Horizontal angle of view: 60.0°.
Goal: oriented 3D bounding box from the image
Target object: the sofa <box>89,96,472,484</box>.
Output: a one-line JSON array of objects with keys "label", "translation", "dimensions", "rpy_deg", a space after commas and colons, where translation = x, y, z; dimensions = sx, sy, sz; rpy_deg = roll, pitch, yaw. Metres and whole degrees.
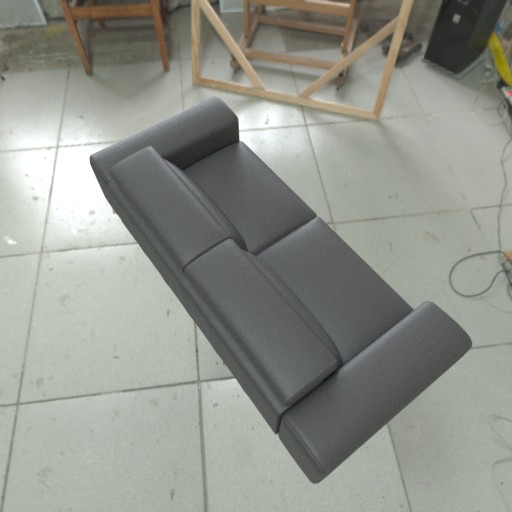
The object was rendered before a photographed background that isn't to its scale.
[{"label": "sofa", "translation": [0.000, 0.000, 2.687], "dimensions": [1.023, 0.759, 2.321], "rpy_deg": [-32, 64, -18]}]
